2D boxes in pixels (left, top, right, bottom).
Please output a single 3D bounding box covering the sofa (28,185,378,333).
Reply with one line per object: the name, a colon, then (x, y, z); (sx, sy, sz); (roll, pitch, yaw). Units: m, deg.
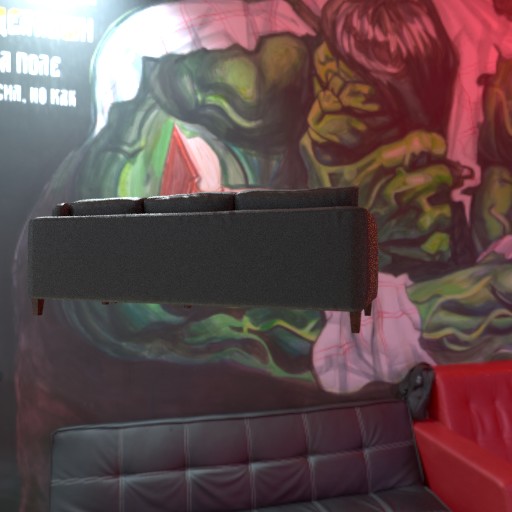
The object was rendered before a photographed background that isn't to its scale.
sofa: (0.000, 0.000, 4.614); (2.593, 0.923, 3.460); (0, 0, 19)
